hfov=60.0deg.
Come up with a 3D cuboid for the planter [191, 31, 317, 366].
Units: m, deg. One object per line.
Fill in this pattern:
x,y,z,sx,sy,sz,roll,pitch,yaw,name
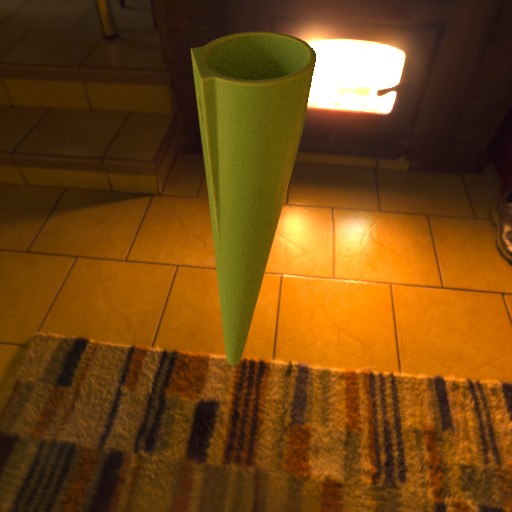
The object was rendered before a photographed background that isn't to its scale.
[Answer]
0.000,0.000,0.297,0.055,0.268,0.054,-10,48,-9,planter
